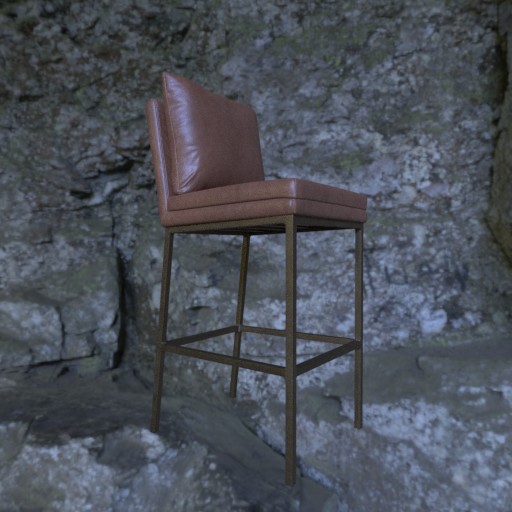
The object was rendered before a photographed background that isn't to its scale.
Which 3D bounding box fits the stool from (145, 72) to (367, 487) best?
[{"bbox_3d":[0.000,0.000,1.419,0.571,1.124,0.463,1,1,36],"label":"stool"}]
